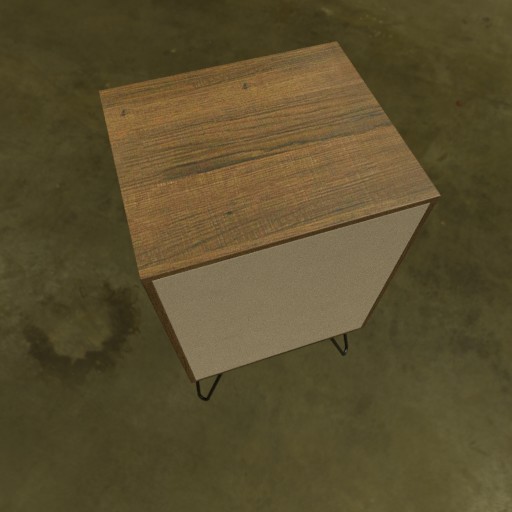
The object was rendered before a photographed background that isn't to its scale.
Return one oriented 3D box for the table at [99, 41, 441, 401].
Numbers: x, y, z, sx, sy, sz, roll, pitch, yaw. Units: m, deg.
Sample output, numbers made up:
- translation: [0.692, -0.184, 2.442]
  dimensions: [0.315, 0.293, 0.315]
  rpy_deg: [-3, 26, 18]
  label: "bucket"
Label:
- translation: [0.000, 0.000, 1.199]
  dimensions: [0.526, 0.866, 0.457]
  rpy_deg: [-16, 61, -9]
  label: "table"
